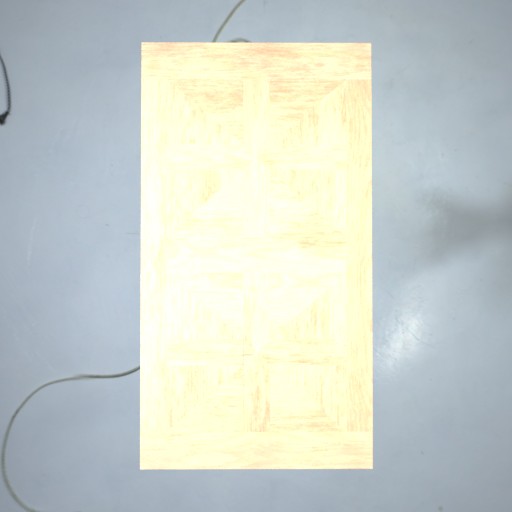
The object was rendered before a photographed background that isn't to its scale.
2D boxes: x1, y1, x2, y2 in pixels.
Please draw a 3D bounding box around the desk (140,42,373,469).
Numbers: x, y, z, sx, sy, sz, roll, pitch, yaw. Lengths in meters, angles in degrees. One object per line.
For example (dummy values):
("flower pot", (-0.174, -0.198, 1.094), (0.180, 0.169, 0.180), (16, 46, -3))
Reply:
("desk", (0.000, 0.000, 1.938), (0.813, 0.762, 1.499), (0, 89, 0))
